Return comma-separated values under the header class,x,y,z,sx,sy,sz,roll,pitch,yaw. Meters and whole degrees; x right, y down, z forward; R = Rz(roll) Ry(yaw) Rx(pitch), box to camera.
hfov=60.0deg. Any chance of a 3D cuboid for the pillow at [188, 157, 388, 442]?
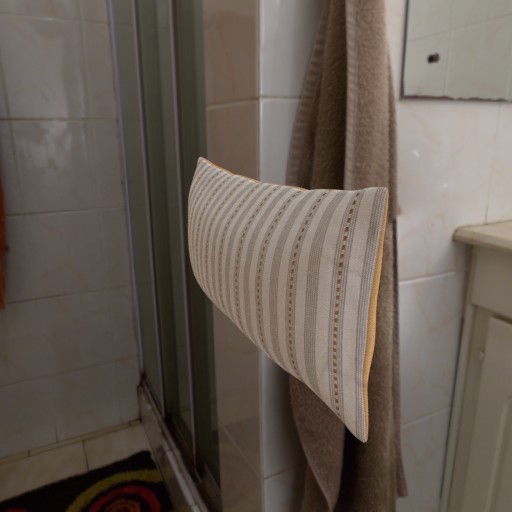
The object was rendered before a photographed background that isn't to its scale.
class,x,y,z,sx,sy,sz,roll,pitch,yaw
pillow,0.000,0.000,0.735,0.151,0.291,0.608,-7,17,-24
